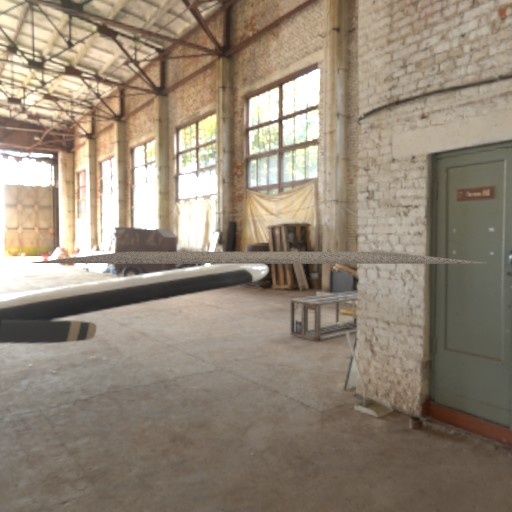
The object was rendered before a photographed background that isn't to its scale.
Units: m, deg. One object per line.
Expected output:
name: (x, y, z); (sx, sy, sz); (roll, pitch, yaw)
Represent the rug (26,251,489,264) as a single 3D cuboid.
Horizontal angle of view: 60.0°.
rug: (0.000, 0.000, 2.141); (1.634, 0.003, 1.190); (0, 2, 0)
